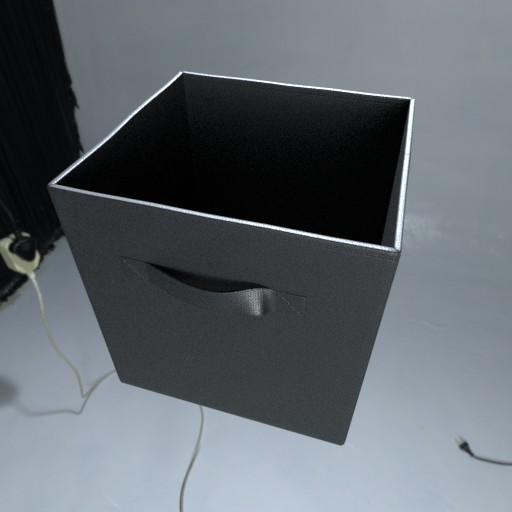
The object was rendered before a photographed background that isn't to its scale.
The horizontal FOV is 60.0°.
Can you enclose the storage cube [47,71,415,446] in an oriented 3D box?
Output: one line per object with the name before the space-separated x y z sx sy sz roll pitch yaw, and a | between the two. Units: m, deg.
storage cube | 0.000 0.000 0.486 0.270 0.280 0.270 12 44 12
